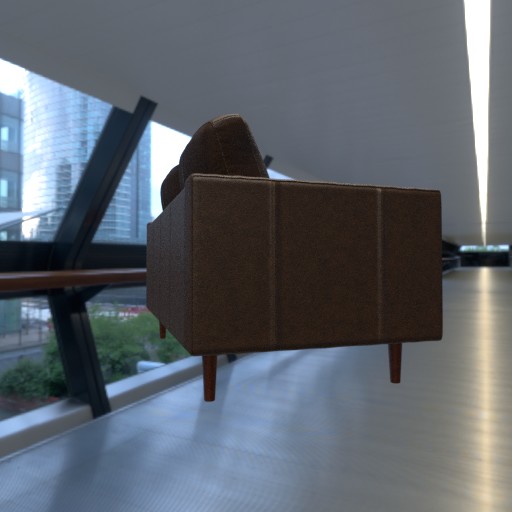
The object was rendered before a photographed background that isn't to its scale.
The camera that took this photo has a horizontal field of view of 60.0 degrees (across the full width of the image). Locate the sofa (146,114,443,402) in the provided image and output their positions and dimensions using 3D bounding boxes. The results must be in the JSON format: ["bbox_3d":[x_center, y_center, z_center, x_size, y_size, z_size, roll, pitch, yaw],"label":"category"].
[{"bbox_3d":[0.000,0.000,2.138,0.909,0.951,1.578,0,-2,-18],"label":"sofa"}]
